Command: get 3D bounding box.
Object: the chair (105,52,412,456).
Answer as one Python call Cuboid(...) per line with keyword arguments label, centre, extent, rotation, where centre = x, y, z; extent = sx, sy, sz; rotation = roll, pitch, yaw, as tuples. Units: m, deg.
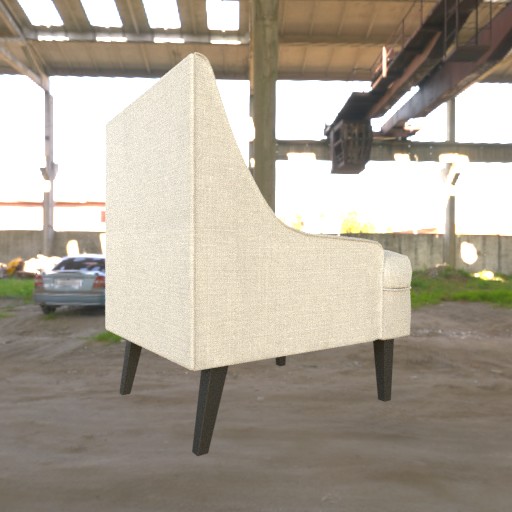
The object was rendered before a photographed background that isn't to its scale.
Cuboid(label="chair", centre=(0.000, 0.000, 1.411), extent=(0.772, 0.891, 0.658), rotation=(0, 0, -35))
